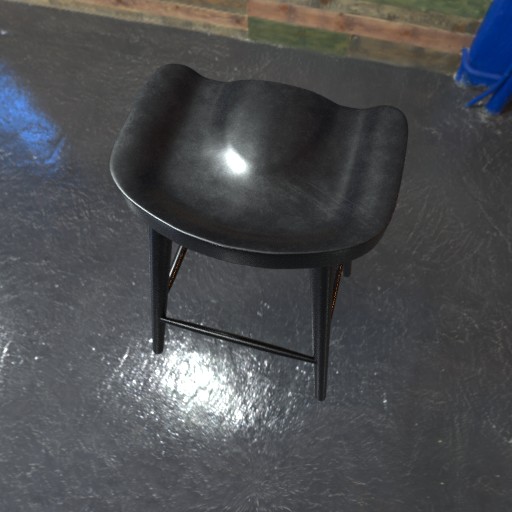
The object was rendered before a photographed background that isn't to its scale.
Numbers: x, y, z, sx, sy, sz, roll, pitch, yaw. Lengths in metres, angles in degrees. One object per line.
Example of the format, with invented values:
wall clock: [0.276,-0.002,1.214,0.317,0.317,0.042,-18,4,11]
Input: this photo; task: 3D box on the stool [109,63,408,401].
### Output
stool: [0.000,0.000,0.885,0.440,0.615,0.361,14,64,7]
